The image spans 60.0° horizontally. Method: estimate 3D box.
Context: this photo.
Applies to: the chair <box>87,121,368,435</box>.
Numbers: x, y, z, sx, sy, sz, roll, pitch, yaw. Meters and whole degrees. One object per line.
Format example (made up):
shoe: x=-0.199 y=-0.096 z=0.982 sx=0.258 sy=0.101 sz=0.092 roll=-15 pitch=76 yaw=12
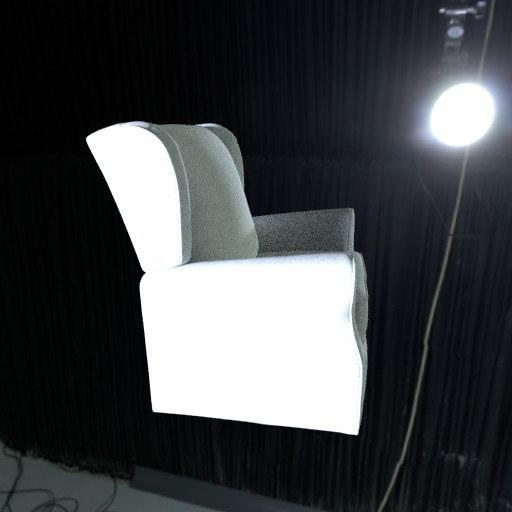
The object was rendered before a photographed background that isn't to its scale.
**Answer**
chair: x=0.000 y=0.000 z=1.678 sx=0.854 sy=0.967 sz=0.906 roll=3 pitch=16 yaw=11
